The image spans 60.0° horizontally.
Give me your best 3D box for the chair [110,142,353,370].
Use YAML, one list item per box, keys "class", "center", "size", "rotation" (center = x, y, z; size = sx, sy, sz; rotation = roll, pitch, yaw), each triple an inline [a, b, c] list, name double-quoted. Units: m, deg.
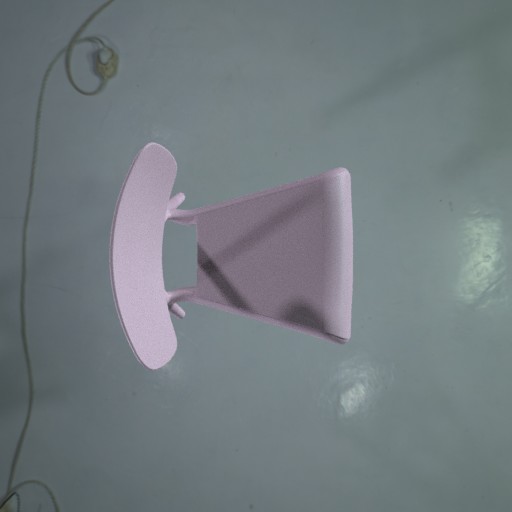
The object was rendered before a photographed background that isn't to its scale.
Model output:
- class: "chair"
  center: [0.000, 0.000, 0.834]
  size: [0.401, 0.580, 0.356]
  rotation: [0, 90, -1]
